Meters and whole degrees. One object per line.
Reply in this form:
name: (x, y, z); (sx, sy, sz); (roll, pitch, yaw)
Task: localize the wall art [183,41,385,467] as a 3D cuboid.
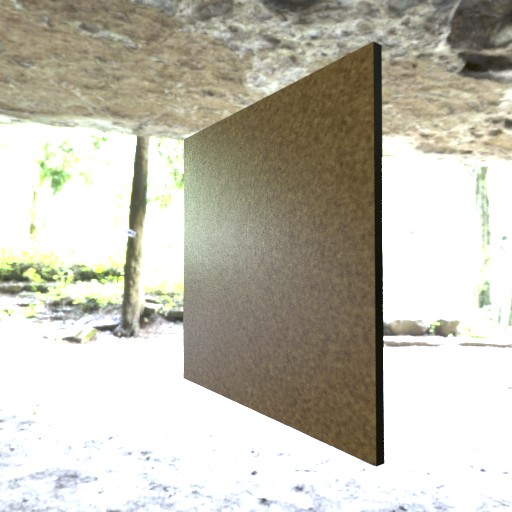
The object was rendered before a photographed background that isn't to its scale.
wall art: (0.000, 0.000, 0.648); (0.014, 0.445, 0.446); (1, -1, -36)
